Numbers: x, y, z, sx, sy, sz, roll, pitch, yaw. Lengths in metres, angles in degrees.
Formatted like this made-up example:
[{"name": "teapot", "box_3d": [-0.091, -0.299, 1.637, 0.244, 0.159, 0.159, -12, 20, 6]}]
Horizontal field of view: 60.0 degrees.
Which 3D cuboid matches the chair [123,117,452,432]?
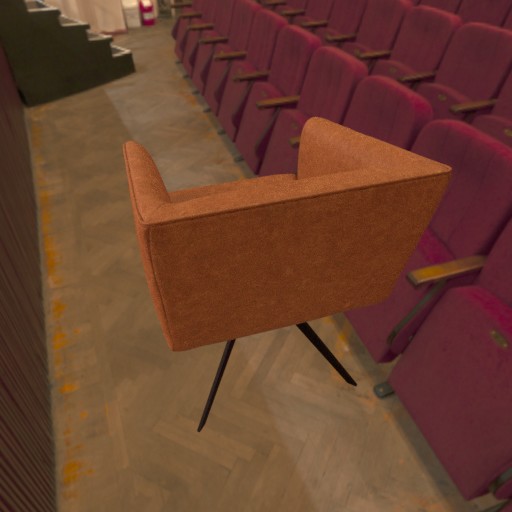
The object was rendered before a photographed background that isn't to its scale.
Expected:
[{"name": "chair", "box_3d": [0.000, 0.000, 1.210, 0.588, 0.760, 0.625, -12, 41, -14]}]
